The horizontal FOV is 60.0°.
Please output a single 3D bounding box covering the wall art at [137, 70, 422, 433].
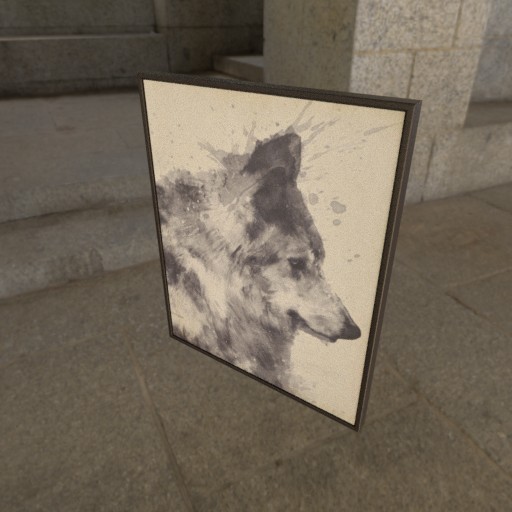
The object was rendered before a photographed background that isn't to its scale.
[{"bbox_3d":[0.000,0.000,0.752,0.451,0.551,0.028,19,35,29],"label":"wall art"}]
